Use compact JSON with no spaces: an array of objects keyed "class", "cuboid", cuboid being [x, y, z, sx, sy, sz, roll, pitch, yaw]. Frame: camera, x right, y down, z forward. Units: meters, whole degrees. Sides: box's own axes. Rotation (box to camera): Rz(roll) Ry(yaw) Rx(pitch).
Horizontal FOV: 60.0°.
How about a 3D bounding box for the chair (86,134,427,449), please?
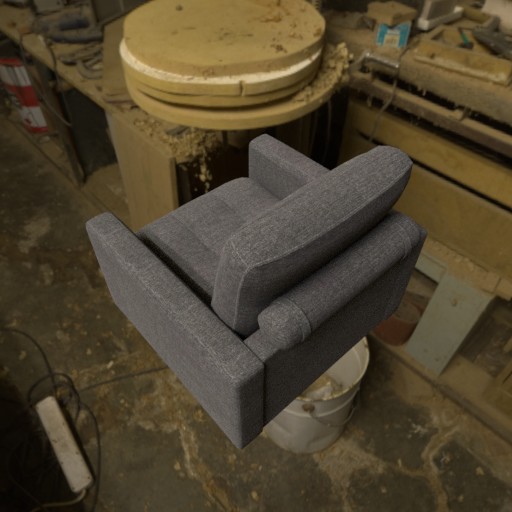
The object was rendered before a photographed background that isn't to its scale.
[{"class":"chair","cuboid":[0.000,0.000,1.526,0.821,0.880,0.843,-33,55,-27]}]
